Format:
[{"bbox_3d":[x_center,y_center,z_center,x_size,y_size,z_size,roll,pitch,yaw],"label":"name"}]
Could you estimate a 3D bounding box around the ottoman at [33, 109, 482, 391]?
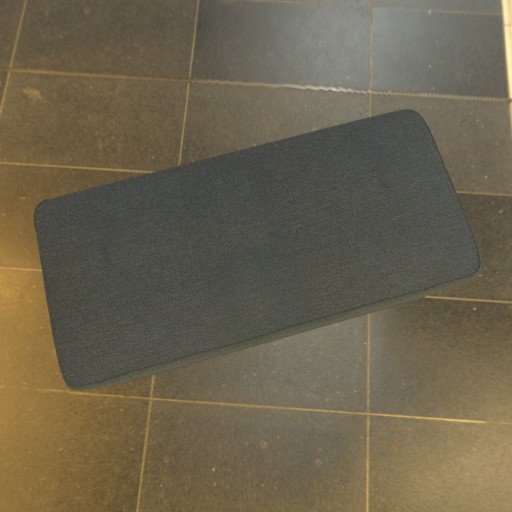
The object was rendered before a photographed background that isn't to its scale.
[{"bbox_3d":[0.000,0.000,1.343,1.110,0.460,0.515,-15,77,-4],"label":"ottoman"}]
